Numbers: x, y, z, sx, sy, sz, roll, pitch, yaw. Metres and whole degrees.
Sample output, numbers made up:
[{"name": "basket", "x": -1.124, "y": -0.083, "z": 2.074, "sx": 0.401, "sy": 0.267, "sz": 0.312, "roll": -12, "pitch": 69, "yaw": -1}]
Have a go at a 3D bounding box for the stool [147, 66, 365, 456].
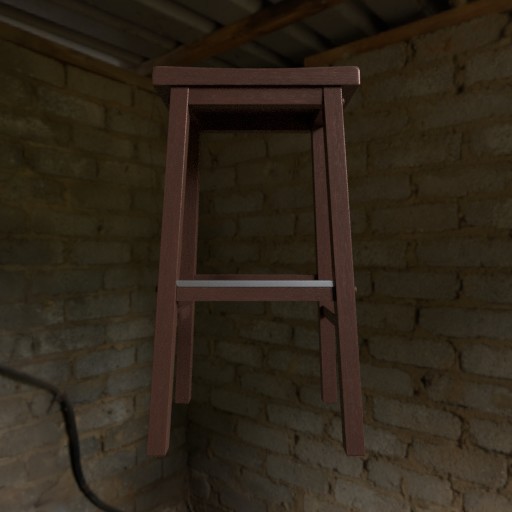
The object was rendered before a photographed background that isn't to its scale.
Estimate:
[{"name": "stool", "x": 0.000, "y": 0.000, "z": 0.980, "sx": 0.406, "sy": 0.742, "sz": 0.322, "roll": 0, "pitch": 0, "yaw": 0}]
